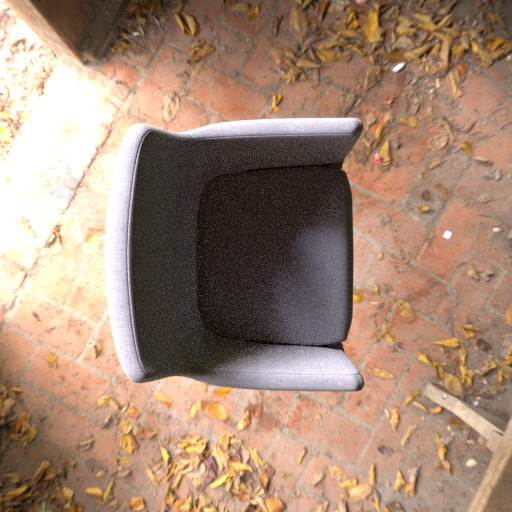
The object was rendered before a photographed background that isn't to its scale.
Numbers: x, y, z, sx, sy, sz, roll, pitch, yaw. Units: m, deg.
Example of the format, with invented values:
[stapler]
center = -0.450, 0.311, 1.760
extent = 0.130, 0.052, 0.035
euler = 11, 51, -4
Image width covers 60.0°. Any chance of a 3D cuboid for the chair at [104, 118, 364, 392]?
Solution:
[chair]
center = 0.000, 0.000, 1.154
extent = 0.540, 0.780, 0.570
euler = 0, 89, -1
